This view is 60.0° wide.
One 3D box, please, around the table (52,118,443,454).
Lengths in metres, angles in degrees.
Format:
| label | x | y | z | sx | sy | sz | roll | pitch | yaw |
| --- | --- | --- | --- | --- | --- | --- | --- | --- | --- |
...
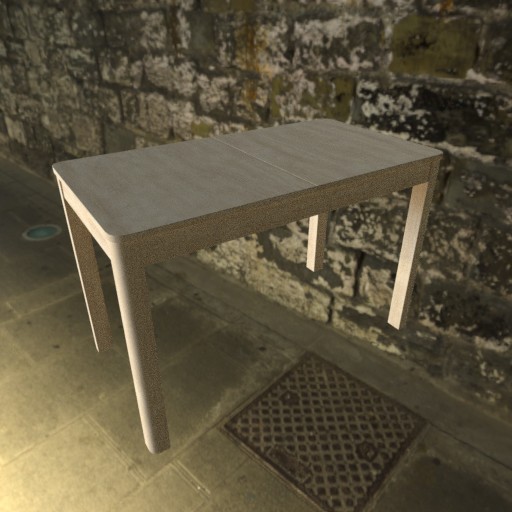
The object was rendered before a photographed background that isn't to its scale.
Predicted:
| label | x | y | z | sx | sy | sz | roll | pitch | yaw |
| --- | --- | --- | --- | --- | --- | --- | --- | --- | --- |
| table | 0.000 | 0.000 | 1.984 | 1.400 | 0.900 | 0.750 | -18 | 34 | -29 |
